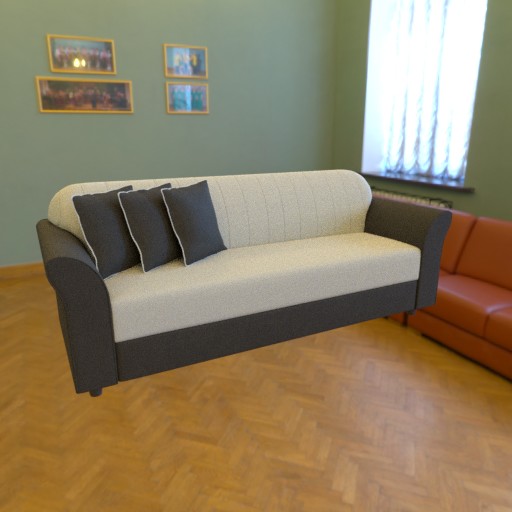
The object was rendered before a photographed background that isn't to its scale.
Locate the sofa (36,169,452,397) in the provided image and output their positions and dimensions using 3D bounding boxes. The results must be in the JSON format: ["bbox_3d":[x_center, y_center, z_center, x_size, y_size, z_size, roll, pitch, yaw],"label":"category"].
[{"bbox_3d":[0.000,0.000,2.313,2.001,0.787,0.755,-8,18,-26],"label":"sofa"}]
